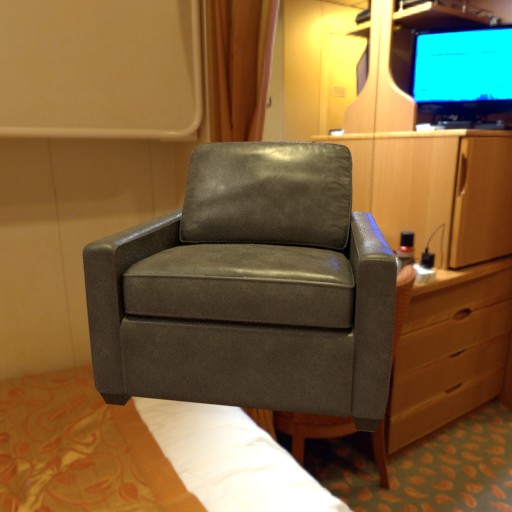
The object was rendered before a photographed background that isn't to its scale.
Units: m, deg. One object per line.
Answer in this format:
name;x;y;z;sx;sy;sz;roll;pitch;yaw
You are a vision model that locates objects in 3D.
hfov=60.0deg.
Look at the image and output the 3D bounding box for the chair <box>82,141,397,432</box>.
chair;0.000;0.000;1.808;1.006;0.916;0.939;2;14;9
